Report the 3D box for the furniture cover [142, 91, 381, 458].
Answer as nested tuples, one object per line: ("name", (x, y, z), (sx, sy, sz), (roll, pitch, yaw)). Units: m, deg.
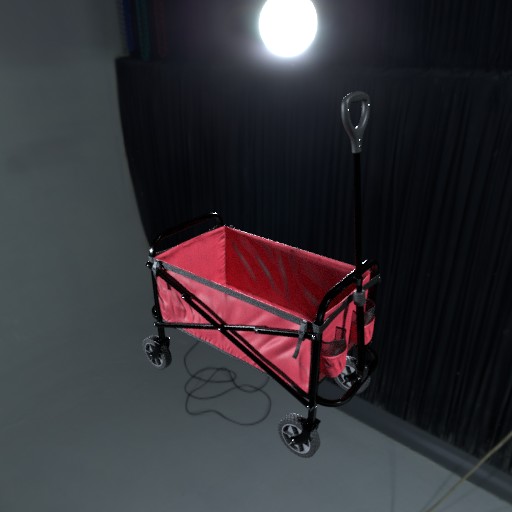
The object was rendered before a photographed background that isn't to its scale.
("furniture cover", (0.000, 0.000, 1.788), (1.038, 1.295, 0.532), (19, 32, 33))
